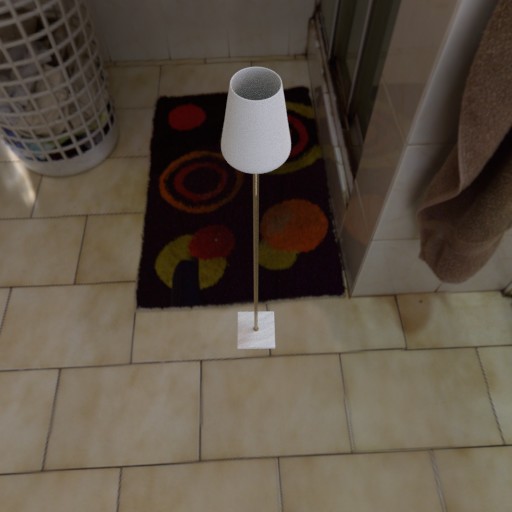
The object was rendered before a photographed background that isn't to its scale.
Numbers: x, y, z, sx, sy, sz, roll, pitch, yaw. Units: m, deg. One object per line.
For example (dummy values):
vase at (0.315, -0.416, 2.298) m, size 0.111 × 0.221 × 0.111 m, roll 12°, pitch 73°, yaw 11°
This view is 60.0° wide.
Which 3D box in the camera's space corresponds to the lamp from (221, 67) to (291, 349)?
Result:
lamp at (0.000, 0.000, 1.968) m, size 0.229 × 1.813 × 0.232 m, roll -1°, pitch 59°, yaw 0°
